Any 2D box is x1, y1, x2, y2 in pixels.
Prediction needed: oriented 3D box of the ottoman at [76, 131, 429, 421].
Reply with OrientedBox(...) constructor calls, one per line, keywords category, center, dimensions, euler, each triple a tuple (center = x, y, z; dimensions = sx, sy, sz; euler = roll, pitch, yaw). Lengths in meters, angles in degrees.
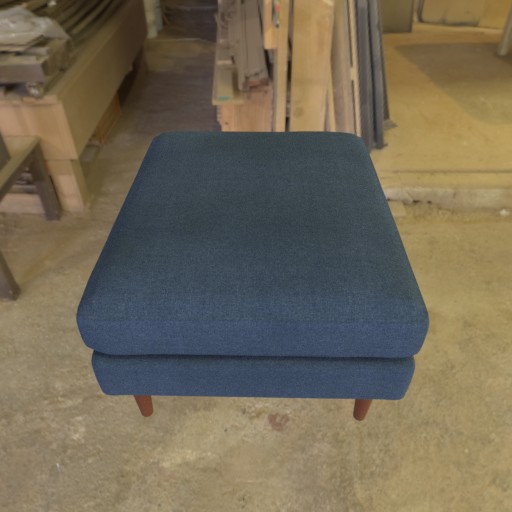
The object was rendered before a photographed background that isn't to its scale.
OrientedBox(category="ottoman", center=(0.000, 0.000, 1.255), dimensions=(0.693, 0.474, 0.821), euler=(1, 40, 1))
